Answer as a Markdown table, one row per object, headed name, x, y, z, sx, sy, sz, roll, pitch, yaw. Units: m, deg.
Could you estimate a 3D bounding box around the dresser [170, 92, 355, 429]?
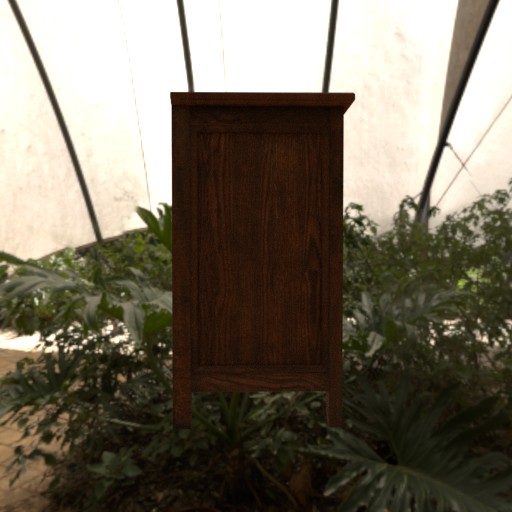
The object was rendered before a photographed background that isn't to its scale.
| name | x | y | z | sx | sy | sz | roll | pitch | yaw |
| --- | --- | --- | --- | --- | --- | --- | --- | --- | --- |
| dresser | 0.000 | 0.000 | 1.885 | 0.463 | 0.856 | 1.551 | 0 | 1 | -1 |
